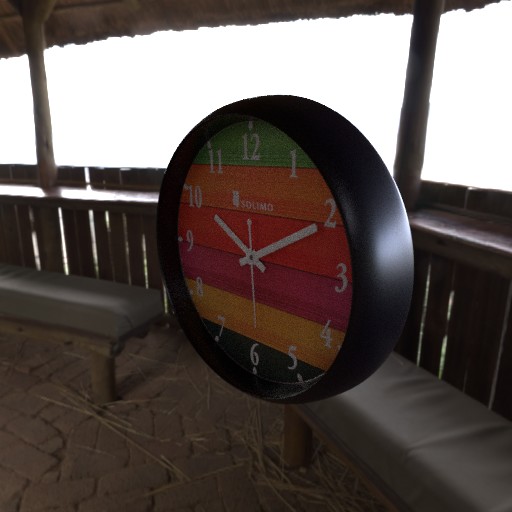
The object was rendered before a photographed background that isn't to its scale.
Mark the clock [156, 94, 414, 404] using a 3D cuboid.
[{"bbox_3d":[0.000,0.000,0.432,0.060,0.300,0.300,-14,21,-42],"label":"clock"}]
